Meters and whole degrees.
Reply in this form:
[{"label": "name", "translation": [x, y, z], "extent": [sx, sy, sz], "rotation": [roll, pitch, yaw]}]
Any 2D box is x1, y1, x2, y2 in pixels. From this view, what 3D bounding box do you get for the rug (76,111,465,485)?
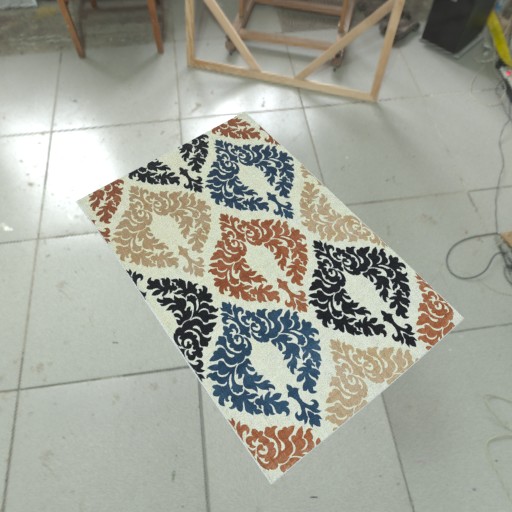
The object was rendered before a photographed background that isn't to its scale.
[{"label": "rug", "translation": [0.000, 0.000, 2.945], "extent": [1.514, 0.014, 2.275], "rotation": [-33, 66, -17]}]
